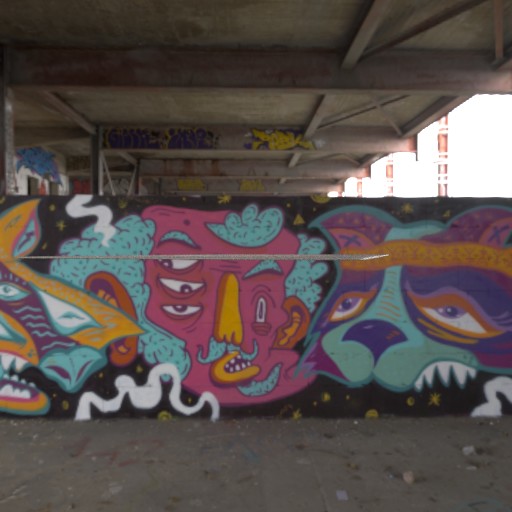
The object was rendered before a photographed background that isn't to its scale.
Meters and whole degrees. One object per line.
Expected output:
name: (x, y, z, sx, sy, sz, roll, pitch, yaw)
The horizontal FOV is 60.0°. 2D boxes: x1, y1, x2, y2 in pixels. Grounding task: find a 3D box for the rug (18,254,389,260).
rug: (0.000, 0.000, 3.664, 2.005, 0.013, 2.890, 0, 1, 19)
